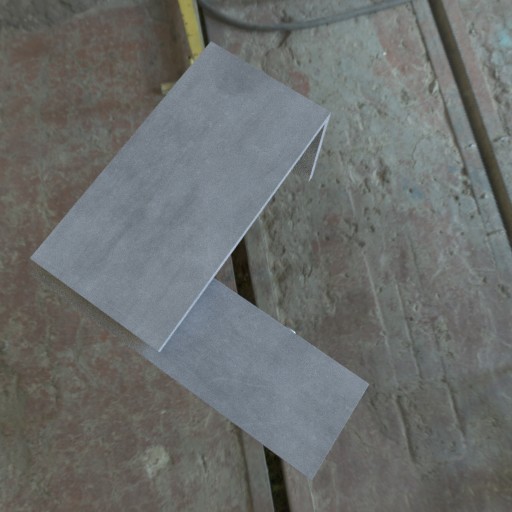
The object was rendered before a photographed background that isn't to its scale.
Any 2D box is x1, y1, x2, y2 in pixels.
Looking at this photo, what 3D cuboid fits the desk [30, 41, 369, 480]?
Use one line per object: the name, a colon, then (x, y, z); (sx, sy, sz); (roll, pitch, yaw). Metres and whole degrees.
desk: (0.000, 0.000, 2.303); (1.500, 0.740, 1.400); (34, 78, 8)
